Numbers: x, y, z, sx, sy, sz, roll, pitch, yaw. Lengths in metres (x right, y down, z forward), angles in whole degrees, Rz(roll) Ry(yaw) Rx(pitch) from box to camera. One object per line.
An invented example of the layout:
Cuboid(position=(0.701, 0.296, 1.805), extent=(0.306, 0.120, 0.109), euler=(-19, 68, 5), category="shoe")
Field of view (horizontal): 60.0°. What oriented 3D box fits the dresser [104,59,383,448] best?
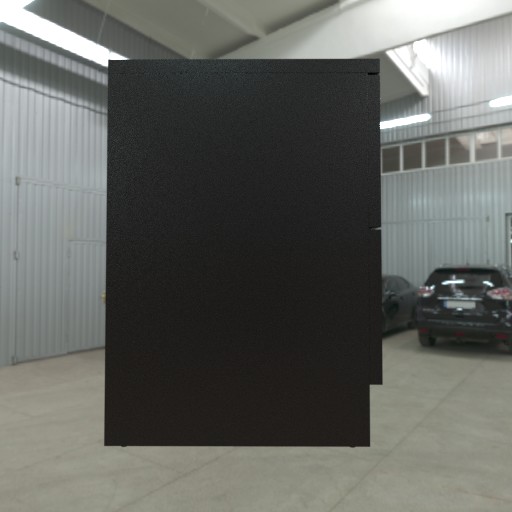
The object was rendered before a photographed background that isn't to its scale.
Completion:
Cuboid(position=(0.000, 0.000, 0.735), extent=(0.360, 0.470, 0.400), euler=(0, -2, 0), category="dresser")
